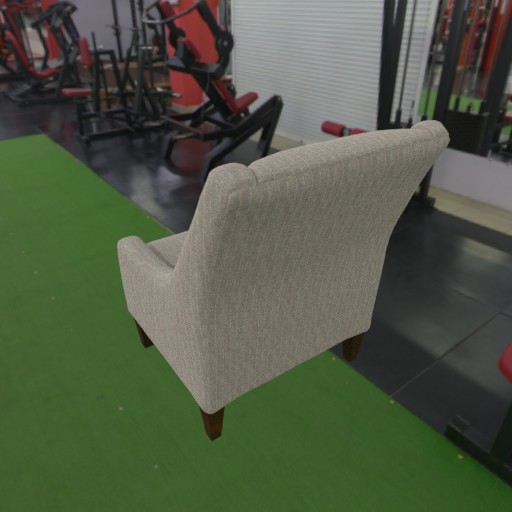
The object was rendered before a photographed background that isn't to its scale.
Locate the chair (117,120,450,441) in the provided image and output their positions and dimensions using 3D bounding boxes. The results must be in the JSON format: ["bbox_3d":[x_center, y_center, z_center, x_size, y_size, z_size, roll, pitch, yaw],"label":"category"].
[{"bbox_3d":[0.000,0.000,1.605,0.774,1.014,0.870,-19,35,-30],"label":"chair"}]
